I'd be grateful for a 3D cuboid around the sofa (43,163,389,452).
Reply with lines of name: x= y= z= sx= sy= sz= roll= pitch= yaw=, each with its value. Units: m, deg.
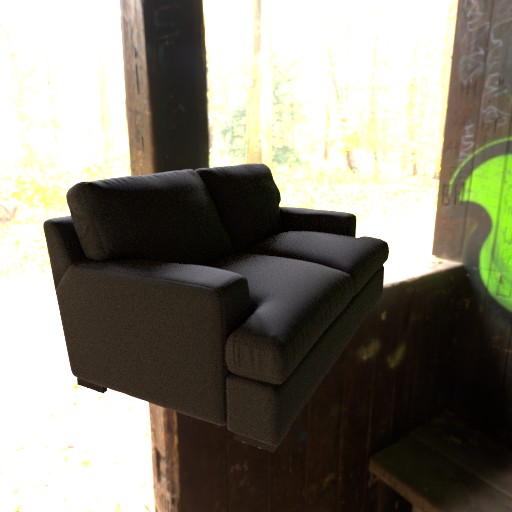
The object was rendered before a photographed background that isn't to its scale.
sofa: x=0.000 y=0.000 z=2.480 sx=1.143 sy=0.940 sz=1.880 roll=7 pitch=17 yaw=26
